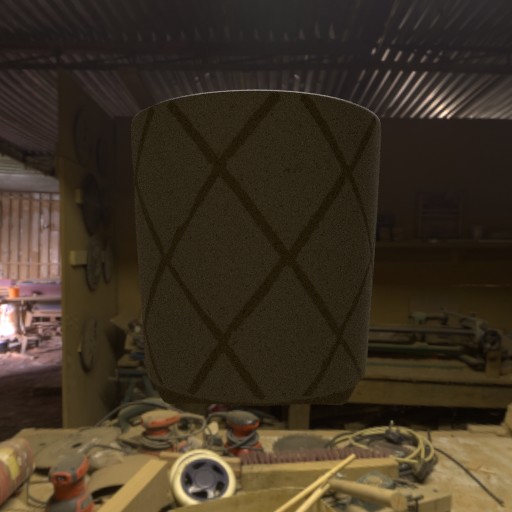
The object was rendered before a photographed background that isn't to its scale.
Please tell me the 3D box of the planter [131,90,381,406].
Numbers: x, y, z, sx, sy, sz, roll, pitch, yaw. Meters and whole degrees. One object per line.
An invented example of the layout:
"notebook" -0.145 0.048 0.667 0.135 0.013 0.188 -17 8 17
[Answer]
"planter" 0.000 0.000 0.421 0.228 0.235 0.228 0 1 0
